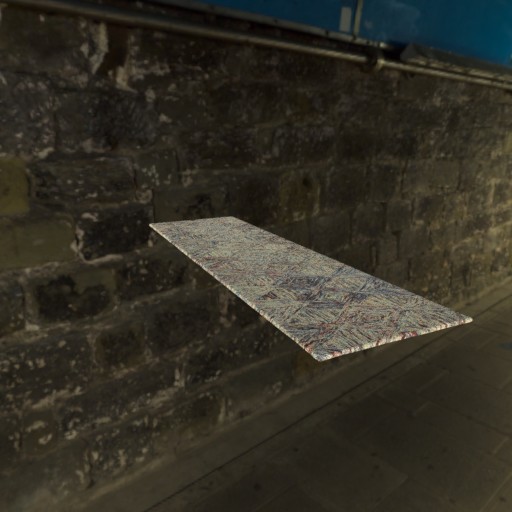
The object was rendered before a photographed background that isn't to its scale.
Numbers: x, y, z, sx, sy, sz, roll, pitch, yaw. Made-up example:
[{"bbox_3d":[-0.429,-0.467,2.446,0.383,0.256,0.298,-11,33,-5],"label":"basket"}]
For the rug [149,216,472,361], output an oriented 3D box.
[{"bbox_3d":[0.000,0.000,2.497,0.688,0.015,2.292,-8,17,-25],"label":"rug"}]
